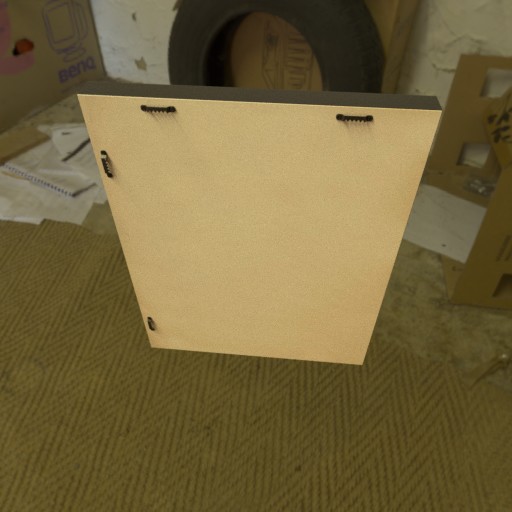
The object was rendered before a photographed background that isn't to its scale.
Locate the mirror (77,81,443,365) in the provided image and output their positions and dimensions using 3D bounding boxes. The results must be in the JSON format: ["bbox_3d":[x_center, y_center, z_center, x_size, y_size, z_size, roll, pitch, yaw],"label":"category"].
[{"bbox_3d":[0.000,0.000,0.679,0.406,0.509,0.041,4,45,4],"label":"mirror"}]
